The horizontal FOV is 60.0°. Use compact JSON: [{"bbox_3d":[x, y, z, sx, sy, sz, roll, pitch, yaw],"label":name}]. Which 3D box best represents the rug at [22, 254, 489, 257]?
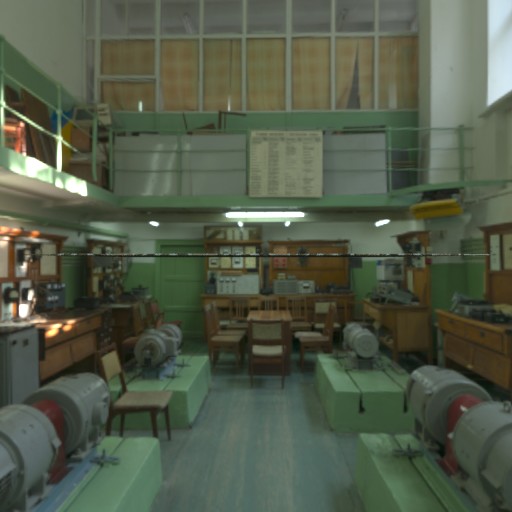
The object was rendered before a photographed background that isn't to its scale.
[{"bbox_3d":[0.000,0.000,2.312,1.829,0.008,1.219,0,-1,0],"label":"rug"}]
